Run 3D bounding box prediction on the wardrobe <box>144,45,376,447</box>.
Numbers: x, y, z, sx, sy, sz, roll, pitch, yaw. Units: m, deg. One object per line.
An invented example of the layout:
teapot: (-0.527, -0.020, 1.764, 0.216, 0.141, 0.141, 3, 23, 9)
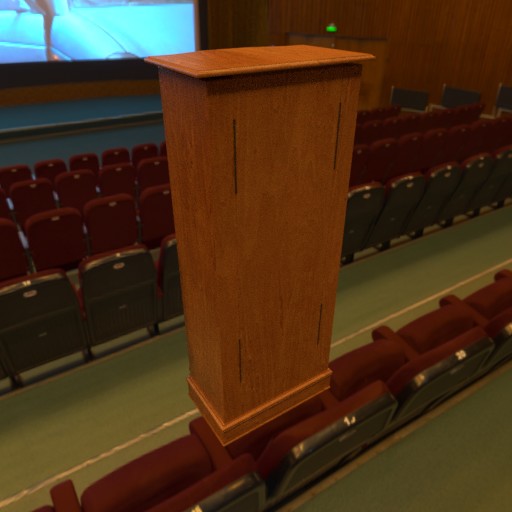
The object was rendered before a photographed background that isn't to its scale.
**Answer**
wardrobe: (0.000, 0.000, 1.150, 0.406, 0.959, 0.273, -19, 36, -28)
